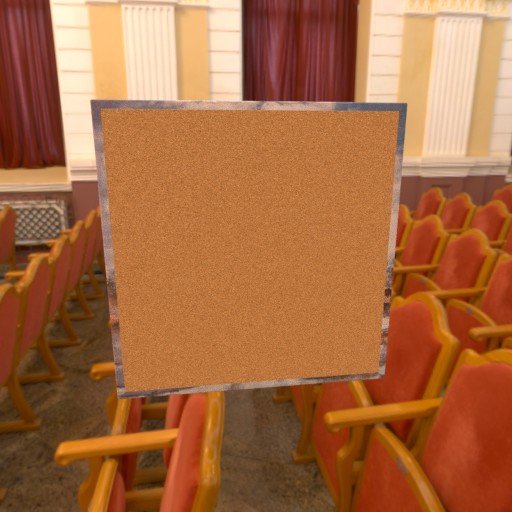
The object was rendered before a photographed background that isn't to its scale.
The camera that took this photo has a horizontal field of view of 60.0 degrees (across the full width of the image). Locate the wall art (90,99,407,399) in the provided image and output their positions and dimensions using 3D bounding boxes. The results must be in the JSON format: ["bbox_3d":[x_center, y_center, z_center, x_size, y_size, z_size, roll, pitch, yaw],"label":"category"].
[{"bbox_3d":[0.000,0.000,1.547,1.010,1.020,0.040,-2,15,-8],"label":"wall art"}]
